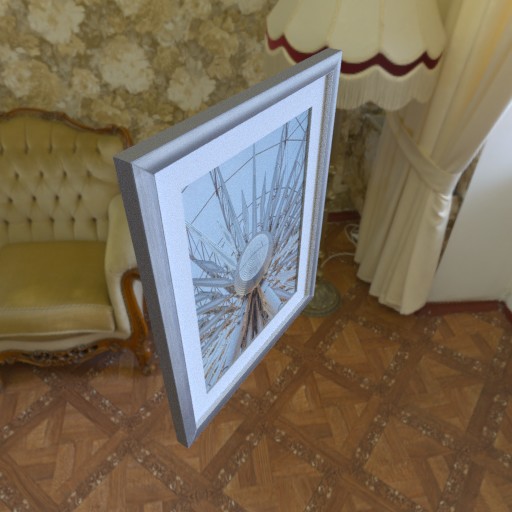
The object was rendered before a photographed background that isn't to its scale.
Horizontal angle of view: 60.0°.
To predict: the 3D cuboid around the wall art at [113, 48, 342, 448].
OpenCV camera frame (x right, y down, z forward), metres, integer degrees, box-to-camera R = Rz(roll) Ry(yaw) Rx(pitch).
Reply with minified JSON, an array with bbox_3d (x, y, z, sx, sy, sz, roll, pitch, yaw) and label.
[{"bbox_3d":[0.000,0.000,0.752,0.029,0.558,0.458,24,45,26],"label":"wall art"}]
